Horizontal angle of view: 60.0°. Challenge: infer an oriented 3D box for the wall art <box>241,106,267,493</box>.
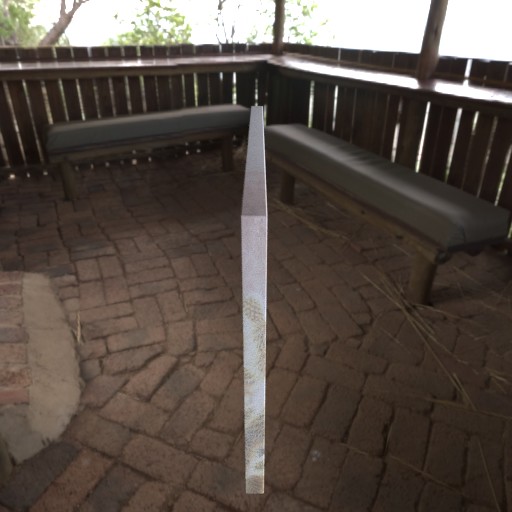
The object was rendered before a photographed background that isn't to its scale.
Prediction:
[{"bbox_3d":[0.000,0.000,1.163,0.040,0.608,0.916,0,28,0],"label":"wall art"}]
